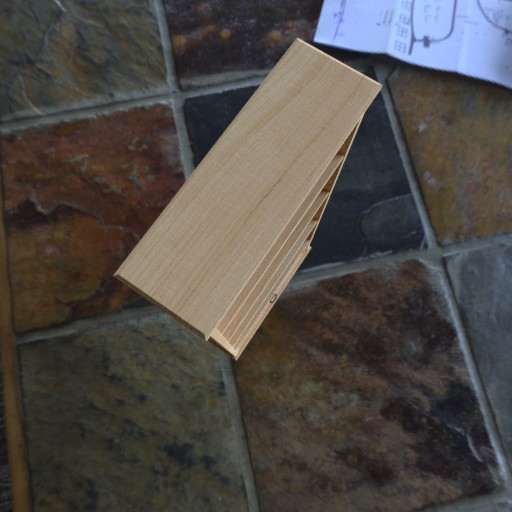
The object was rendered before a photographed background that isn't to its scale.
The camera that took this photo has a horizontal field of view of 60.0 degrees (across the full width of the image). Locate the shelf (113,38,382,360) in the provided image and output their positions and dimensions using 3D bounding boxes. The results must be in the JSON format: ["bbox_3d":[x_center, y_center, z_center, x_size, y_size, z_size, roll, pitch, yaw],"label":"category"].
[{"bbox_3d":[0.000,0.000,1.211,0.175,1.030,0.520,33,78,8],"label":"shelf"}]
